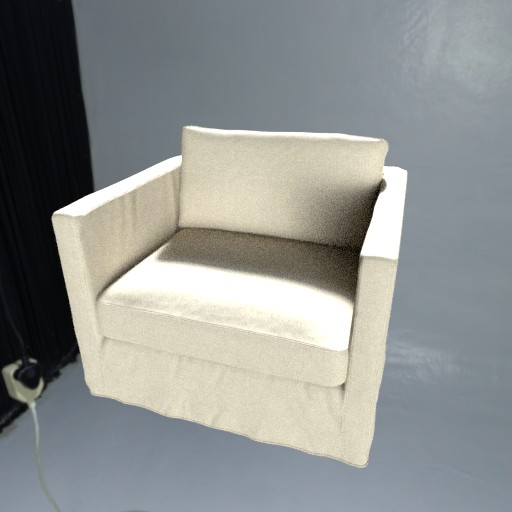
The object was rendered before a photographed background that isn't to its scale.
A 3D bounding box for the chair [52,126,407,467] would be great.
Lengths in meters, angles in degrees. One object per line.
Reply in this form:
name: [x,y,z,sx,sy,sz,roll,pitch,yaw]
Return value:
chair: [0.000,0.000,1.706,1.057,0.867,0.949,8,27,17]
